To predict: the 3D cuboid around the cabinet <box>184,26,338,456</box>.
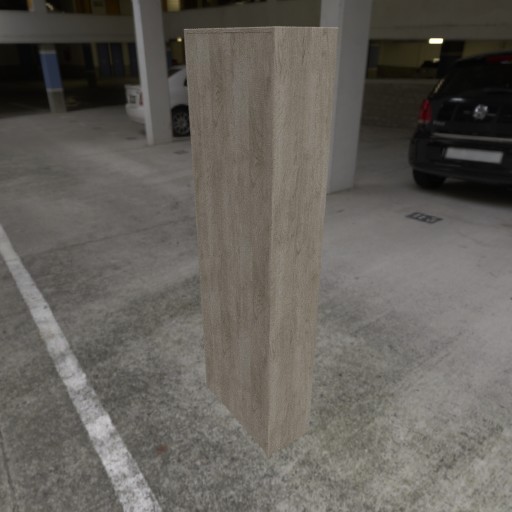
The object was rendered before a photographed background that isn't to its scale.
[{"bbox_3d":[0.000,0.000,1.785,0.250,1.630,0.520,-18,31,-31],"label":"cabinet"}]
